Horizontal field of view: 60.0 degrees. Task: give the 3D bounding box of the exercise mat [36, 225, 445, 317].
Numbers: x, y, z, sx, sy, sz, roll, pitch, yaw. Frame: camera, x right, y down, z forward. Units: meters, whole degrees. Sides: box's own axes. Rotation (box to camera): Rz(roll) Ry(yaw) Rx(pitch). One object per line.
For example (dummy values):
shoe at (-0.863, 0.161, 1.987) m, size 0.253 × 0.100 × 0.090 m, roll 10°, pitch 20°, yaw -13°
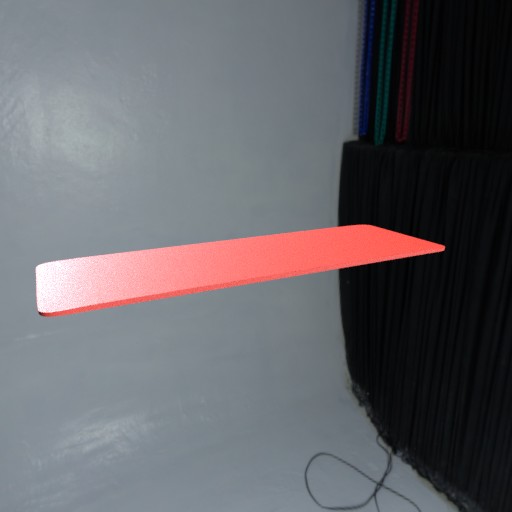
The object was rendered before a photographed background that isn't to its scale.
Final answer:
exercise mat at (0.000, 0.000, 2.085) m, size 1.869 × 0.021 × 0.616 m, roll -8°, pitch 18°, yaw -26°
